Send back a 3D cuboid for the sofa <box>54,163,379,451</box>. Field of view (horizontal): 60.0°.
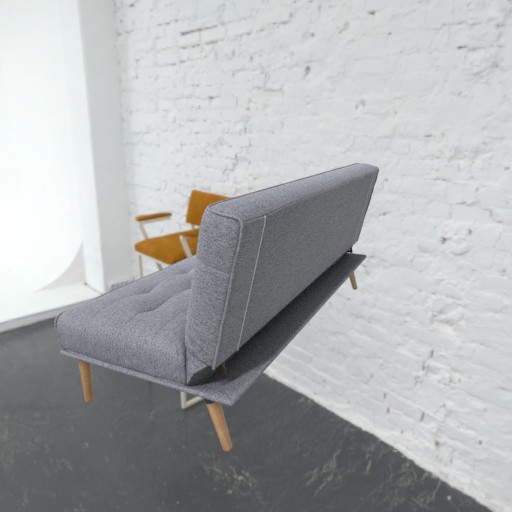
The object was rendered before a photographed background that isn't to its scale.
[{"bbox_3d":[0.000,0.000,2.238,0.810,0.830,1.820,8,18,25],"label":"sofa"}]
